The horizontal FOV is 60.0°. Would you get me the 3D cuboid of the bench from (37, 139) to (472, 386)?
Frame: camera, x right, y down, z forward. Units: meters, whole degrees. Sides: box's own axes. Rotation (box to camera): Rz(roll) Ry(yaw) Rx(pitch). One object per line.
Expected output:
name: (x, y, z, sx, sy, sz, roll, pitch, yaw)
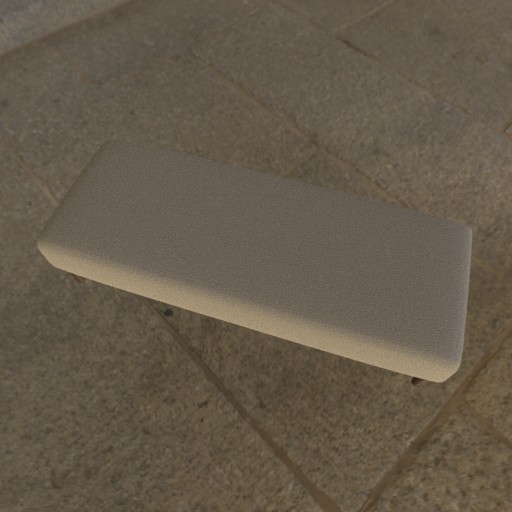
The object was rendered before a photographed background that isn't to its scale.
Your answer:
bench: (0.000, 0.000, 1.864, 1.609, 0.393, 0.646, 15, 60, 9)
